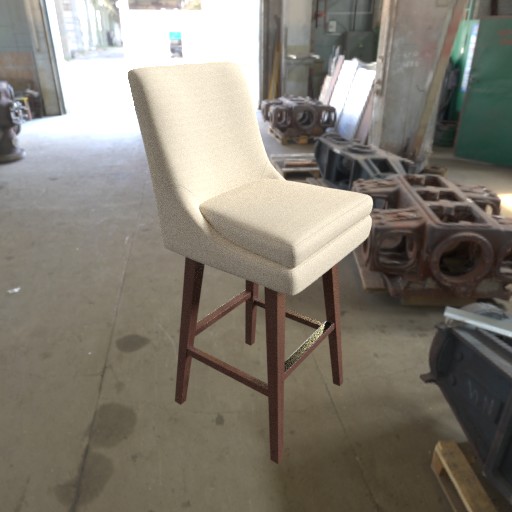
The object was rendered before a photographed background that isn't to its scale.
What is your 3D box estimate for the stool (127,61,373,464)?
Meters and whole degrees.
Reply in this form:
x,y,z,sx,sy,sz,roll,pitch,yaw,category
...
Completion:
x,y,z,sx,sy,sz,roll,pitch,yaw,category
0.000,0.000,1.388,0.559,1.093,0.483,18,31,32,stool
